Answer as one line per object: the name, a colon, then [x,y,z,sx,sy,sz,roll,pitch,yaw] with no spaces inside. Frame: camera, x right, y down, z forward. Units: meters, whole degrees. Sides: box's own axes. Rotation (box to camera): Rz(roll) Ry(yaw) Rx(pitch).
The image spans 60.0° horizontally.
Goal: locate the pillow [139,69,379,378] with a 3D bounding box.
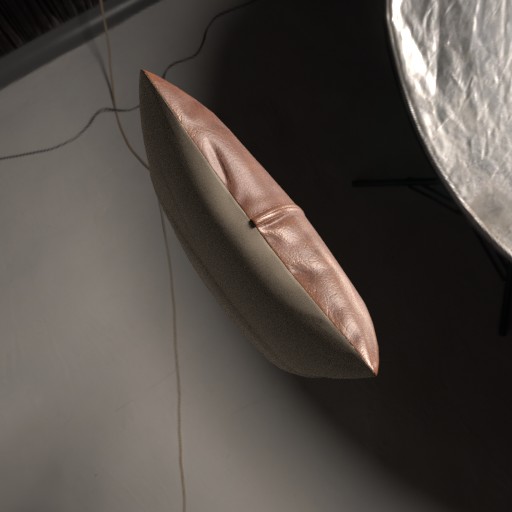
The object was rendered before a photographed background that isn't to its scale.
pillow: [0.000,0.000,0.741,0.192,0.470,0.484,-35,78,-8]
